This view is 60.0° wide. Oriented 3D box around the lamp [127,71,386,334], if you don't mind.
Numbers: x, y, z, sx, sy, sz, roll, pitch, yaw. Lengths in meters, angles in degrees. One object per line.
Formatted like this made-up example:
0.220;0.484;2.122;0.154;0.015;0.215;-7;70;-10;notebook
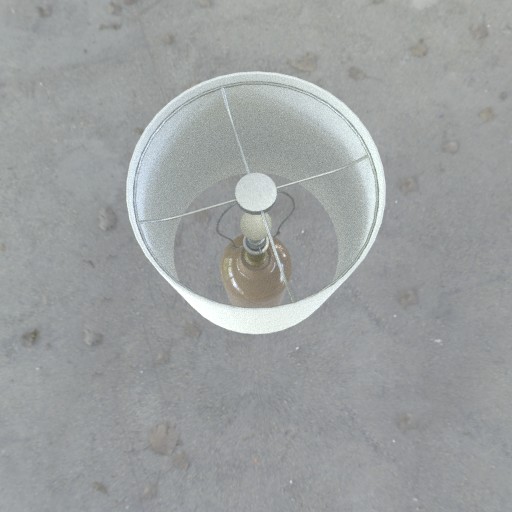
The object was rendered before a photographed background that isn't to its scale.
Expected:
0.000;0.000;0.576;0.207;0.461;0.207;-17;76;-4;lamp
